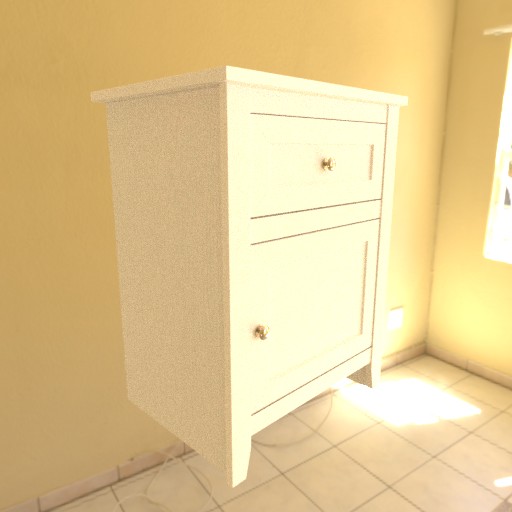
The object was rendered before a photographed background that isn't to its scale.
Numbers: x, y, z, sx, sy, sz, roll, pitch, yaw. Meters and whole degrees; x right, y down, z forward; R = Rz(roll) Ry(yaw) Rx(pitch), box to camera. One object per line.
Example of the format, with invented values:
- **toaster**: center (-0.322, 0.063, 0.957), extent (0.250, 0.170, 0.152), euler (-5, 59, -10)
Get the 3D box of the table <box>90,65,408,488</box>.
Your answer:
- **table**: center (0.000, 0.000, 0.921), extent (0.480, 0.635, 0.381), euler (-13, 19, -43)
